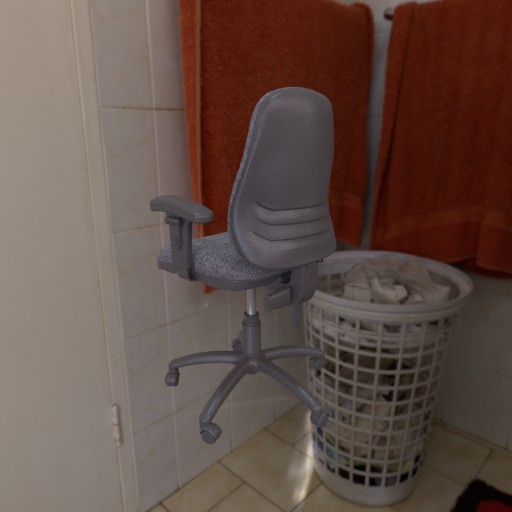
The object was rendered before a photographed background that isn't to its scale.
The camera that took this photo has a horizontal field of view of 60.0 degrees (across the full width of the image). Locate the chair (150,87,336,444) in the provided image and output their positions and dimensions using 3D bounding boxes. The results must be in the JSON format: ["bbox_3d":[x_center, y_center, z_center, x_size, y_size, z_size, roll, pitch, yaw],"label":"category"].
[{"bbox_3d":[0.000,0.000,1.302,0.550,0.910,0.530,-15,22,-42],"label":"chair"}]
